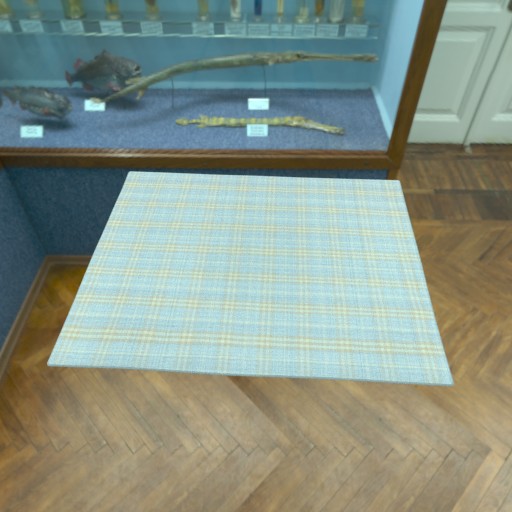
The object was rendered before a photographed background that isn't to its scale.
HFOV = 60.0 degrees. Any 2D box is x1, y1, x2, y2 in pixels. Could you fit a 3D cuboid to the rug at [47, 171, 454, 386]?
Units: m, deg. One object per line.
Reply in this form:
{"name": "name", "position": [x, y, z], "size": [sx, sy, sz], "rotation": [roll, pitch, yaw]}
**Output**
{"name": "rug", "position": [0.000, 0.000, 4.151], "size": [3.066, 0.030, 2.462], "rotation": [2, 47, 2]}
